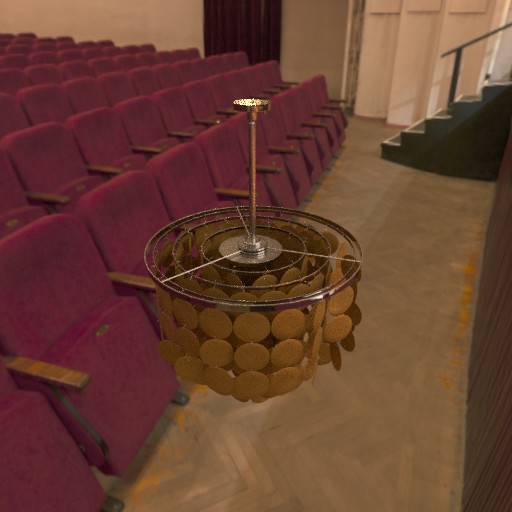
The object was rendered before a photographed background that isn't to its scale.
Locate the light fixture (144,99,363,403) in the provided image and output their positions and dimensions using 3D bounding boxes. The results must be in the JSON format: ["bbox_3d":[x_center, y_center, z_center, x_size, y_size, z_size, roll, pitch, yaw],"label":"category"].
[{"bbox_3d":[0.000,0.000,0.741,0.368,0.492,0.368,0,28,0],"label":"light fixture"}]
